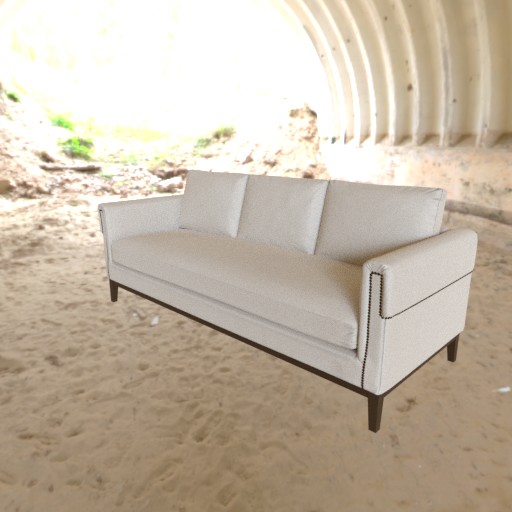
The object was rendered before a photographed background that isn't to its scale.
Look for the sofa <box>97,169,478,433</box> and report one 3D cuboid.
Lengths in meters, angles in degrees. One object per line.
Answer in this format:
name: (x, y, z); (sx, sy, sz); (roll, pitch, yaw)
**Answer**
sofa: (0.000, 0.000, 2.647); (2.198, 0.911, 0.902); (14, 20, 42)
